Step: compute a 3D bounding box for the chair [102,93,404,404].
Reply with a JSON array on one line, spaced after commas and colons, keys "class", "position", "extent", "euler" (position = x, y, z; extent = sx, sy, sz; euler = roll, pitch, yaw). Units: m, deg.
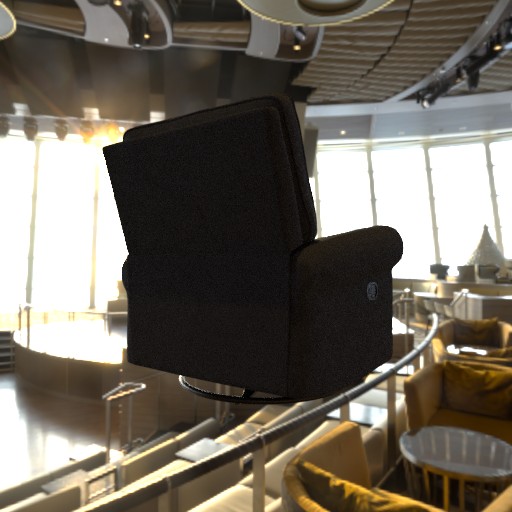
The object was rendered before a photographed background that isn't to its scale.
[{"class": "chair", "position": [0.000, 0.000, 1.698], "extent": [0.890, 0.961, 0.878], "euler": [0, -1, 36]}]
